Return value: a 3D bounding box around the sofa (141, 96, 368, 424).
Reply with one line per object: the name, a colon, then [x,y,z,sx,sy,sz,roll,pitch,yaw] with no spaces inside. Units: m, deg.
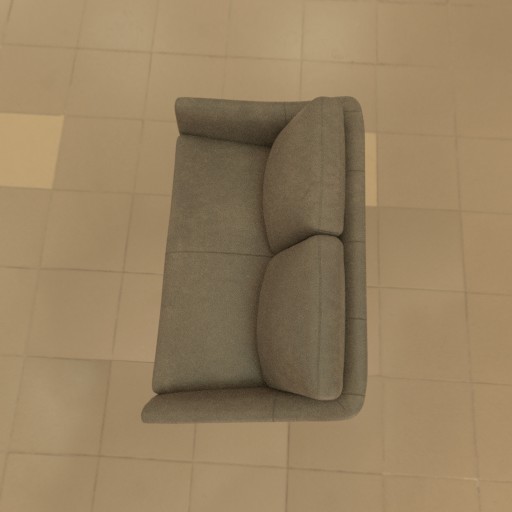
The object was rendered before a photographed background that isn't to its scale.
sofa: [0.000,0.000,2.252,0.960,0.902,1.619,3,76,1]
